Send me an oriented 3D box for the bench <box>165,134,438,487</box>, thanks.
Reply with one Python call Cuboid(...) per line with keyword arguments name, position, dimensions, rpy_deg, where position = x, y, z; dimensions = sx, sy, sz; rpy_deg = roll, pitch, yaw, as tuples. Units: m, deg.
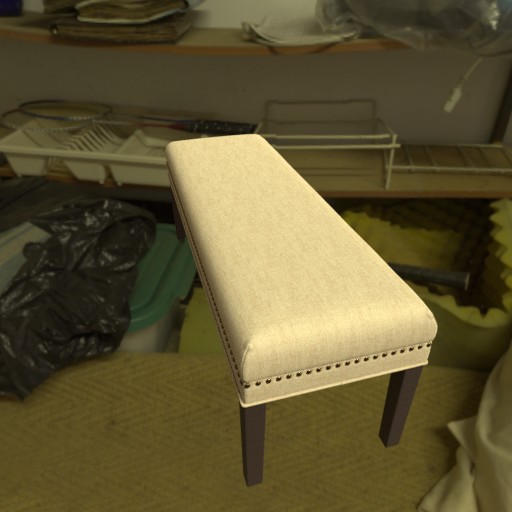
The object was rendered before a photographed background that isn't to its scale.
Cuboid(name="bench", position=(0.000, 0.000, 1.417), dimensions=(0.410, 0.457, 1.219), rpy_deg=(-9, 33, -14))
